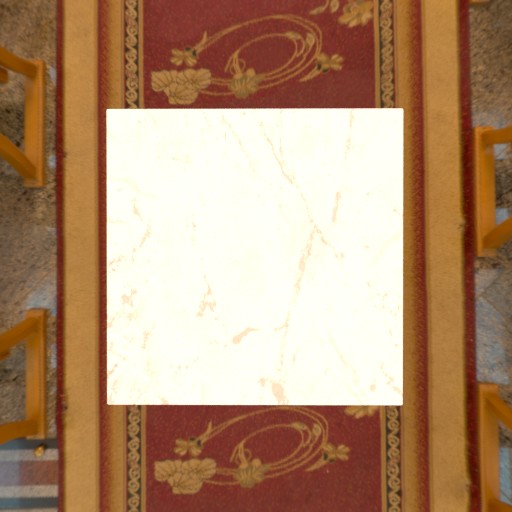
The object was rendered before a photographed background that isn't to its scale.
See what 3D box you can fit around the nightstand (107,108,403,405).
[{"bbox_3d":[0.000,0.000,0.882,0.455,0.554,0.455,0,90,0],"label":"nightstand"}]
